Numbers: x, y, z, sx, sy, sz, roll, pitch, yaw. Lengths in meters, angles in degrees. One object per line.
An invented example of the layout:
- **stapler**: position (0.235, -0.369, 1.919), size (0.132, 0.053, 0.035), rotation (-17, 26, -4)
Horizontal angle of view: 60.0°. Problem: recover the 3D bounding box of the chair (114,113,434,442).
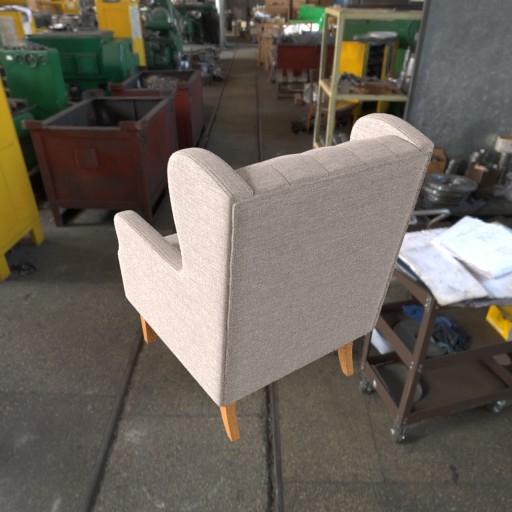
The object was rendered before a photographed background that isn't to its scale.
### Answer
- **chair**: position (0.000, 0.000, 1.483), size (0.710, 0.930, 0.760), rotation (-19, 36, -28)
